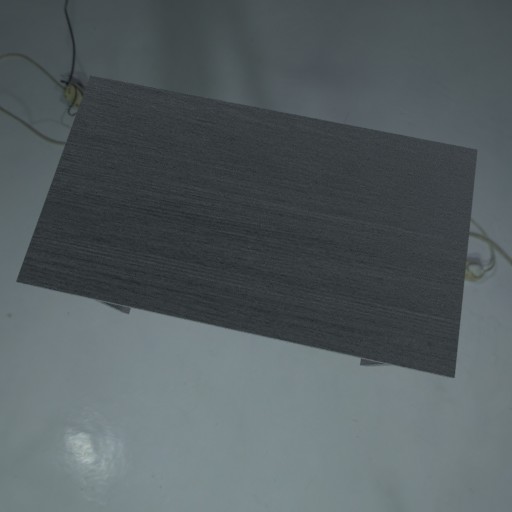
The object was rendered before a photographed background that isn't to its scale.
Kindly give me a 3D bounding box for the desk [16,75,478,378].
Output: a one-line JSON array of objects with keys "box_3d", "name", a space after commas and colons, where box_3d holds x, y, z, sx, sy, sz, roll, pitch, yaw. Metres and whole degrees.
[{"box_3d": [0.000, 0.000, 1.290, 0.893, 0.724, 0.498, 12, 76, 3], "name": "desk"}]
